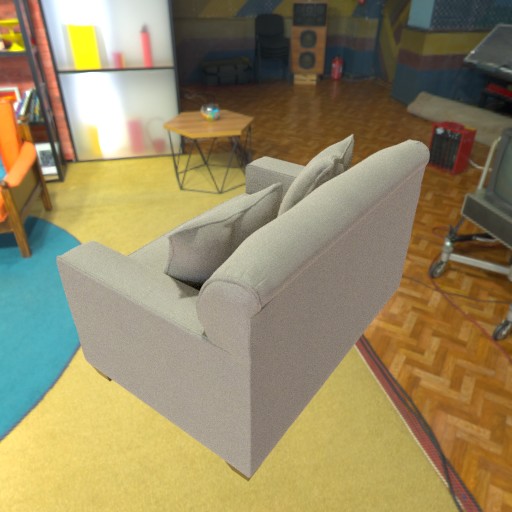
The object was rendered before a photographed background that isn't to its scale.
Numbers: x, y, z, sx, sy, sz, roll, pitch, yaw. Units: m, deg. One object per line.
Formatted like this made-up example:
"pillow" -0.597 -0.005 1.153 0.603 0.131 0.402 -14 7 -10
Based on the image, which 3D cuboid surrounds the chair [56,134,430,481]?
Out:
"chair" 0.000 0.000 2.019 1.000 0.948 1.383 22 39 30
